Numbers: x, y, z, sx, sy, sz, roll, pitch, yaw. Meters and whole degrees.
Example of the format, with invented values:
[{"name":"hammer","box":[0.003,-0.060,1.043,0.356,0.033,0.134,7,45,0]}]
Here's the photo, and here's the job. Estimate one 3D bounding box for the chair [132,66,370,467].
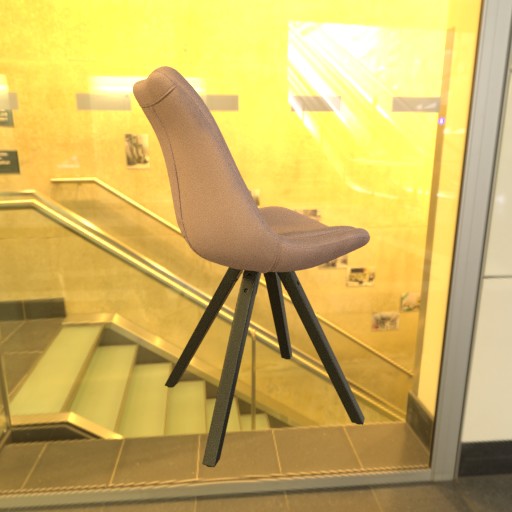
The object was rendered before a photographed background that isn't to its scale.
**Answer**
[{"name":"chair","box":[0.000,0.000,1.168,0.547,0.865,0.483,-6,16,-24]}]
